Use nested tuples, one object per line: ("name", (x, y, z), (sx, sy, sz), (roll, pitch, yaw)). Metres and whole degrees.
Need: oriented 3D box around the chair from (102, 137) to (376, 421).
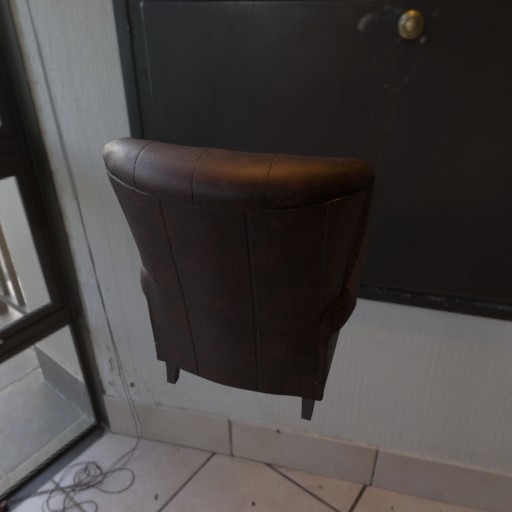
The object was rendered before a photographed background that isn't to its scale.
("chair", (0.000, 0.000, 1.934), (0.948, 1.158, 1.058), (10, 31, 16))
